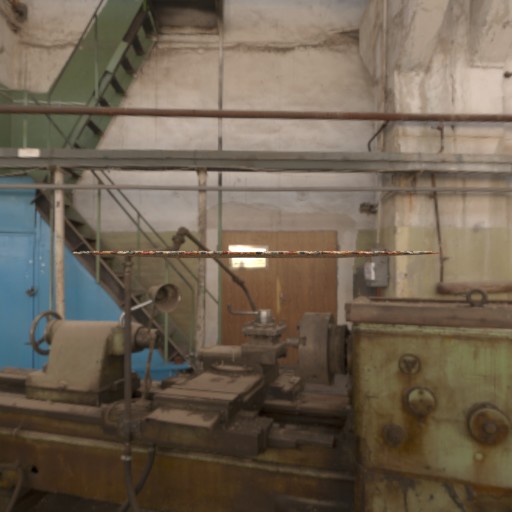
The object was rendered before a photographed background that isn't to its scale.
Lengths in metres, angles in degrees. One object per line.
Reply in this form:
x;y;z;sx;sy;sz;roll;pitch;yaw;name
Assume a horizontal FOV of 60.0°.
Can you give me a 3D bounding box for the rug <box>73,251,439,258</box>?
0.000;0.000;2.436;1.218;0.010;1.997;0;-1;0;rug
